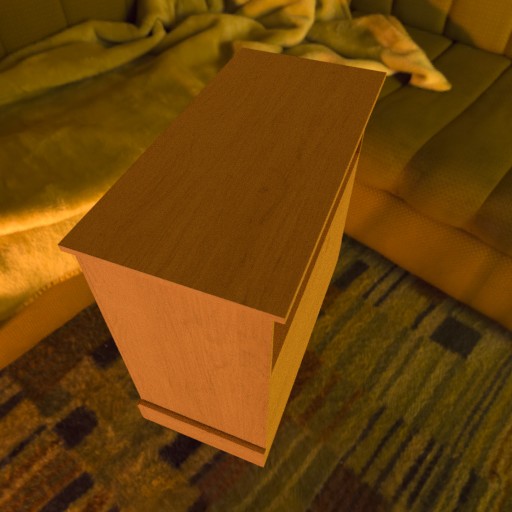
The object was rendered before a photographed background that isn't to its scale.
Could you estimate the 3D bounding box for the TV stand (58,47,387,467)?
[{"bbox_3d":[0.000,0.000,1.289,0.430,0.787,0.851,16,51,14],"label":"TV stand"}]
